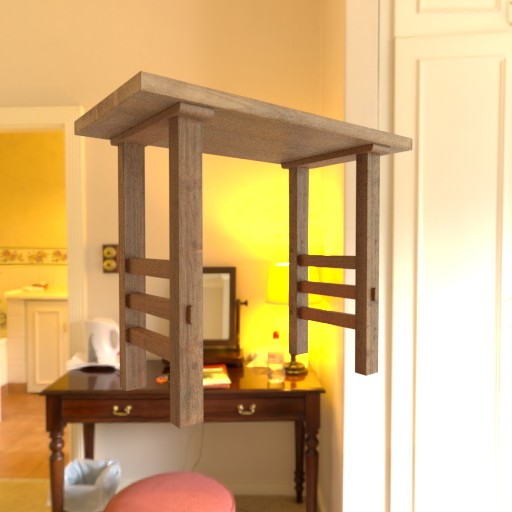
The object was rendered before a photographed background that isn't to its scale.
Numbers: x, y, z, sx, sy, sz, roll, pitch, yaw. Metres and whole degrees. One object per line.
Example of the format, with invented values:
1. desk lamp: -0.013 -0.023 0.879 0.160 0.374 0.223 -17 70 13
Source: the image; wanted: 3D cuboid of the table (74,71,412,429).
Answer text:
1. table: 0.000 0.000 1.628 1.119 0.914 0.556 -1 2 -38
